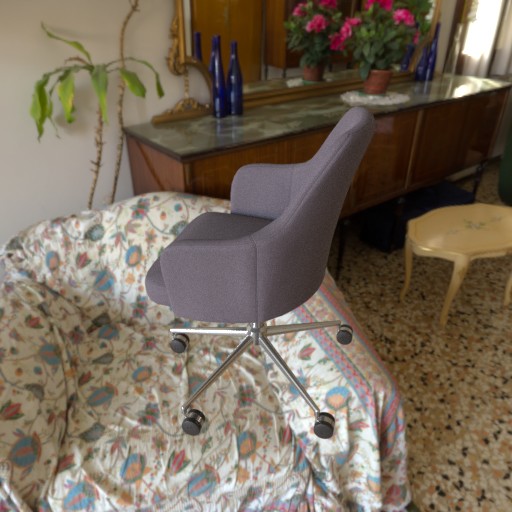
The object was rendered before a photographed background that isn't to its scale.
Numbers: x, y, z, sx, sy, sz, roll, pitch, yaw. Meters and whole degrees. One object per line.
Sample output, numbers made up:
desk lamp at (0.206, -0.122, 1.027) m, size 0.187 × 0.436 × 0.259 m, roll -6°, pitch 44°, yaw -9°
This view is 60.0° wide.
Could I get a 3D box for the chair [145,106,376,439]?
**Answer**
chair at (0.000, 0.000, 1.278) m, size 0.600 × 0.820 × 0.655 m, roll 8°, pitch 31°, yaw 13°
